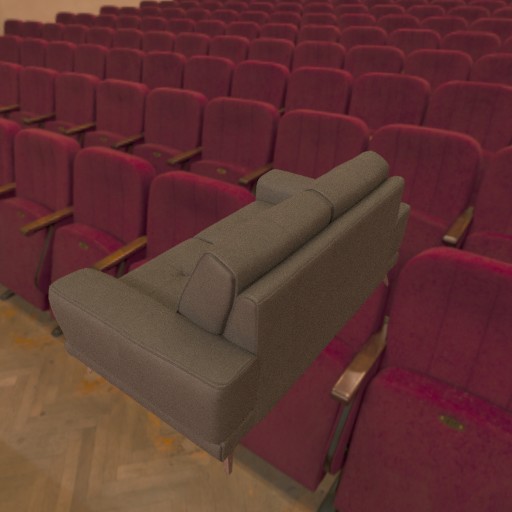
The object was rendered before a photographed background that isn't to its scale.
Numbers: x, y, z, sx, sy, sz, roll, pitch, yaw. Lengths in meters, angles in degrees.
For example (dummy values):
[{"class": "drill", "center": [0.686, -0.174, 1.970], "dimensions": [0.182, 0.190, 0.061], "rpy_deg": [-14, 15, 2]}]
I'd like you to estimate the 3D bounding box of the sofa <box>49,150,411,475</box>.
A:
[{"class": "sofa", "center": [0.000, 0.000, 2.327], "dimensions": [1.018, 0.907, 1.806], "rpy_deg": [21, 38, 30]}]
